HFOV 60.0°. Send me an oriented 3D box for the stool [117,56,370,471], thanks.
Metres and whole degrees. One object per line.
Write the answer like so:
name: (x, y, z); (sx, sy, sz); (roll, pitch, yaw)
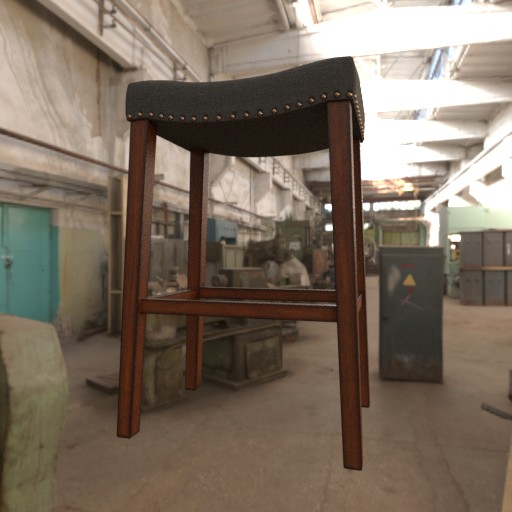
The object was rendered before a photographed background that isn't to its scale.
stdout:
stool: (0.000, 0.000, 1.028); (0.502, 0.760, 0.366); (0, 1, 17)
